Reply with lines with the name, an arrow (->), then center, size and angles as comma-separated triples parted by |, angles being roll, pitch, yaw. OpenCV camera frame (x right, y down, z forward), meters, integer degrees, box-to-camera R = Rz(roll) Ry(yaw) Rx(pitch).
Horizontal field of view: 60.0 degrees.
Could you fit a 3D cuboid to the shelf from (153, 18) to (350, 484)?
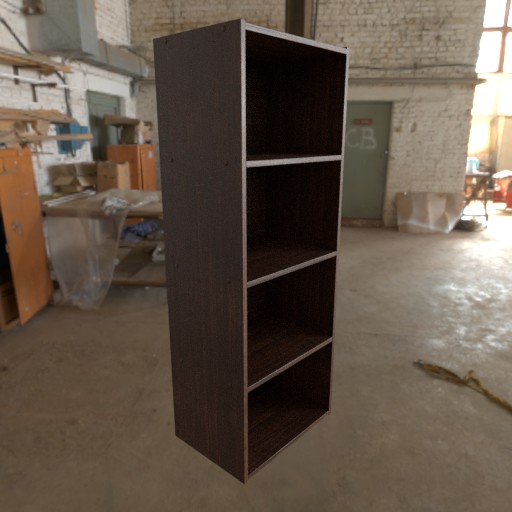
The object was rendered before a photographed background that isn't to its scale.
shelf -> 0.000, 0.000, 1.250 | 0.290, 1.099, 0.415 | 13, 20, 40
